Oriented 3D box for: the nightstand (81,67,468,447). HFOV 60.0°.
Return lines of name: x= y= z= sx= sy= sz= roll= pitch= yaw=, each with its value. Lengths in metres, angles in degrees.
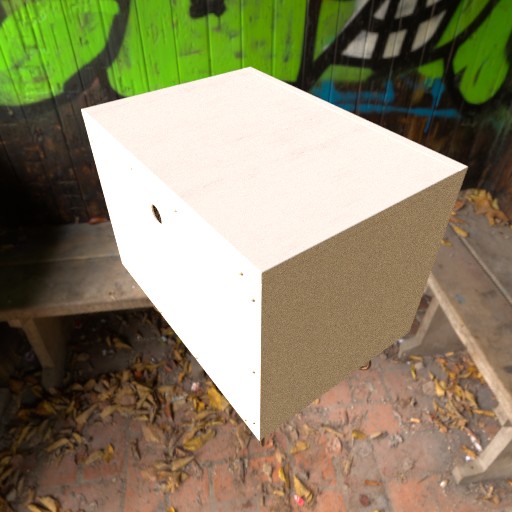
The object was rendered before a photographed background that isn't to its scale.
nightstand: x=0.000 y=0.000 z=1.026 sx=0.447 sy=0.604 sz=0.614 roll=-26 pitch=47 yaw=-27
